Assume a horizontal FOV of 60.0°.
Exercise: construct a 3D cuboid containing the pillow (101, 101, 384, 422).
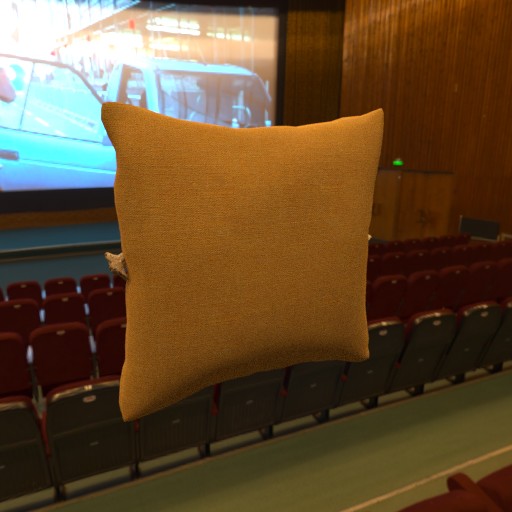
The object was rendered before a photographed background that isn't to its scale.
[{"bbox_3d":[0.000,0.000,0.748,0.485,0.481,0.167,-7,17,-24],"label":"pillow"}]
